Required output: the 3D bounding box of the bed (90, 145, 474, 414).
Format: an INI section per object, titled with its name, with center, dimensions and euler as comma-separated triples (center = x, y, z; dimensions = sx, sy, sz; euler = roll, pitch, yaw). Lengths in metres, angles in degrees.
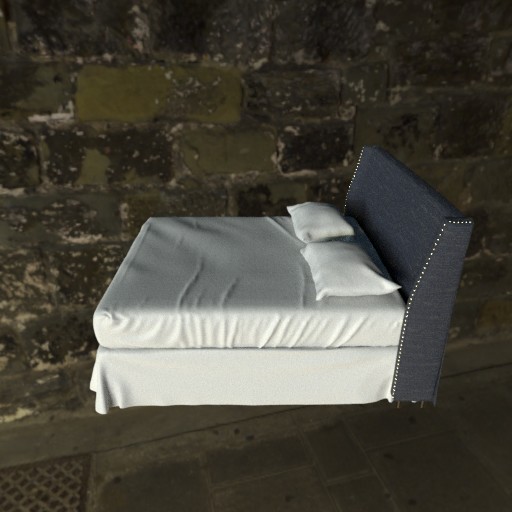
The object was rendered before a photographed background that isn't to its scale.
[bed]
center = 0.000, 0.000, 3.412
dimensions = 2.276, 1.332, 1.925
euler = 0, 26, -1
